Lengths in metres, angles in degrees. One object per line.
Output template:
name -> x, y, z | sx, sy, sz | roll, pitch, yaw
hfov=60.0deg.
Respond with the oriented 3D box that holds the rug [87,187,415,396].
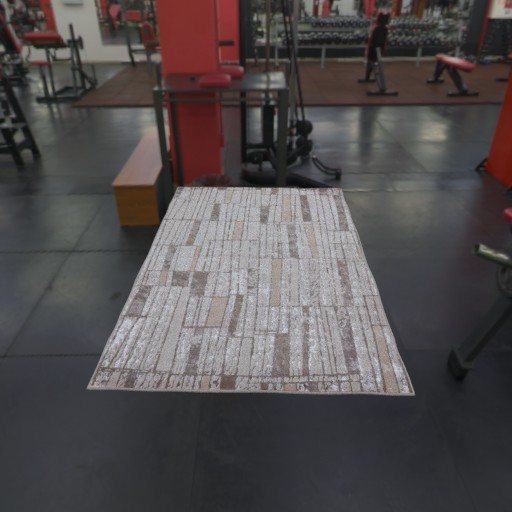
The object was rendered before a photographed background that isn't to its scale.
rug -> 0.000, 0.000, 3.093 | 1.531, 0.023, 2.444 | 1, 31, 1
